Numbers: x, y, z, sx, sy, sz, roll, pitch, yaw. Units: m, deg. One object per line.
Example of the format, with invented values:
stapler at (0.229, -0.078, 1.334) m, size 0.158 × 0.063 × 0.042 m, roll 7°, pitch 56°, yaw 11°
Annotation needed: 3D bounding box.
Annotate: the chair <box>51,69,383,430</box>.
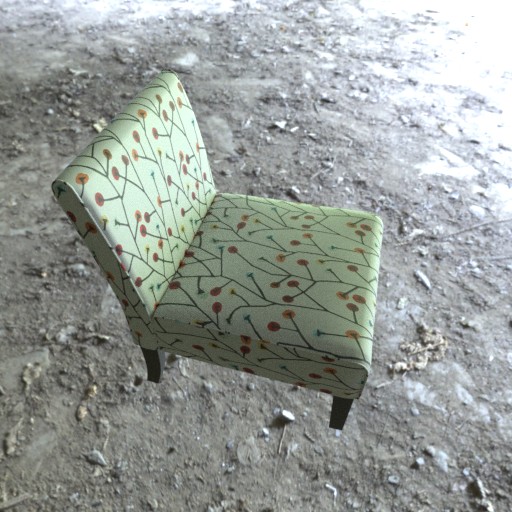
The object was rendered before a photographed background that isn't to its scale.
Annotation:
chair at (0.000, 0.000, 1.314) m, size 0.732 × 0.813 × 0.597 m, roll 11°, pitch 46°, yaw 10°
